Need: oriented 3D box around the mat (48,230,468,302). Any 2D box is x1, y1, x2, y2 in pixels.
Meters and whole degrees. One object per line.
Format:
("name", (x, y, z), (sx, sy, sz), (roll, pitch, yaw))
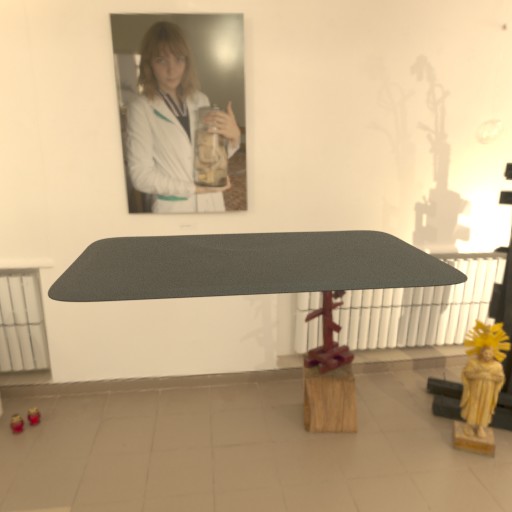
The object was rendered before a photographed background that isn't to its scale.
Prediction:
("mat", (0.000, 0.000, 1.919), (1.524, 0.013, 0.918), (-2, 16, -7))
